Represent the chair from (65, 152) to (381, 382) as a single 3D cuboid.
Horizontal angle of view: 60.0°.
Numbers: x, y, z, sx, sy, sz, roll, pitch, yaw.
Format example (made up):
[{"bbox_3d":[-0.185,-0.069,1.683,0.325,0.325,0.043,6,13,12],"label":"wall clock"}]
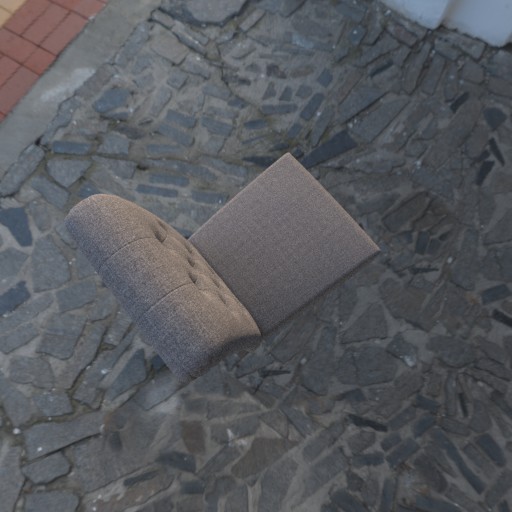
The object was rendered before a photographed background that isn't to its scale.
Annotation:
[{"bbox_3d":[0.000,0.000,1.327,0.671,1.006,0.456,-39,78,-10],"label":"chair"}]
